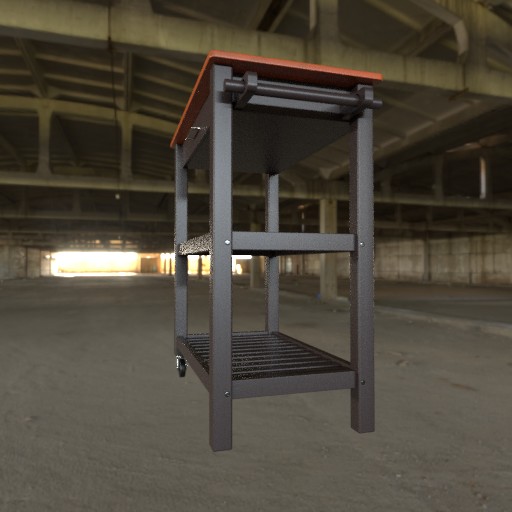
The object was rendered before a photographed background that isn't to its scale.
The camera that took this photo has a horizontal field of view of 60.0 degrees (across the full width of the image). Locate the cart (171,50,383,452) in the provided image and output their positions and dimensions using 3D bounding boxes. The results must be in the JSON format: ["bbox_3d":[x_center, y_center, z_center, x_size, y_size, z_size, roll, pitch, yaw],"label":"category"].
[{"bbox_3d":[0.000,0.000,1.439,0.457,0.927,0.899,0,-1,-17],"label":"cart"}]
